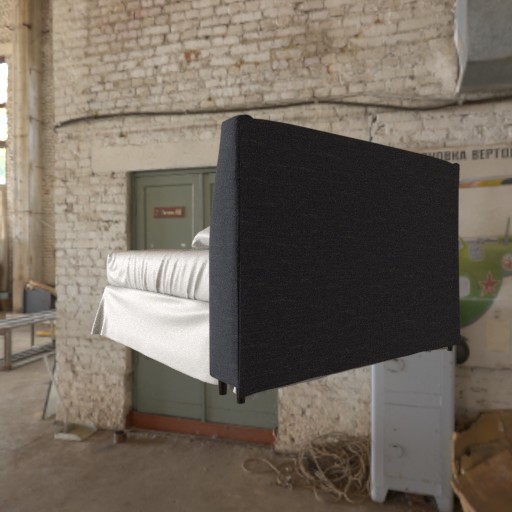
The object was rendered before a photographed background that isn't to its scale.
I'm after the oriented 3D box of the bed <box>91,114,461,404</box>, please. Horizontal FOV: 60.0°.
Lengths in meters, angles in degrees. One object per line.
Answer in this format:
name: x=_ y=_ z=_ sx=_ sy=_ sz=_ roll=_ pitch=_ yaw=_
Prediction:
bed: x=0.000 y=0.000 z=3.436 sx=1.925 sy=1.332 sz=2.276 roll=0 pitch=1 yaw=-37
